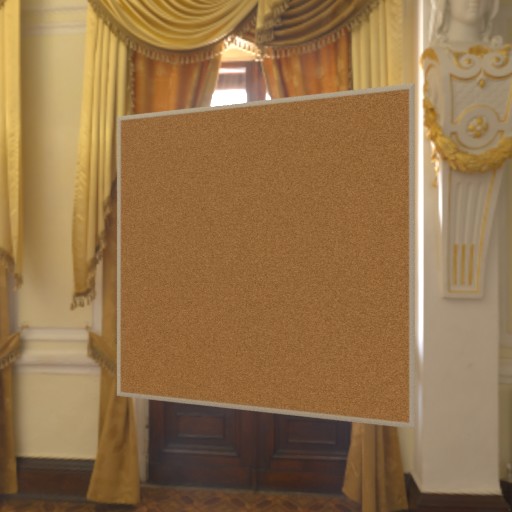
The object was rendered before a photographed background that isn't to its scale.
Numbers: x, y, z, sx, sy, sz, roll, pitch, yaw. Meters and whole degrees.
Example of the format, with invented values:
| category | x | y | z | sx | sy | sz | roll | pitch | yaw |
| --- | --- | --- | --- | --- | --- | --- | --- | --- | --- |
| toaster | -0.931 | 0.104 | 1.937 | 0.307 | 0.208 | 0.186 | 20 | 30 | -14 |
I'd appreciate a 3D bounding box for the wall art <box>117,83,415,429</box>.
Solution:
| category | x | y | z | sx | sy | sz | roll | pitch | yaw |
| --- | --- | --- | --- | --- | --- | --- | --- | --- | --- |
| wall art | 0.000 | 0.000 | 0.455 | 0.305 | 0.304 | 0.038 | 0 | 0 | 18 |
